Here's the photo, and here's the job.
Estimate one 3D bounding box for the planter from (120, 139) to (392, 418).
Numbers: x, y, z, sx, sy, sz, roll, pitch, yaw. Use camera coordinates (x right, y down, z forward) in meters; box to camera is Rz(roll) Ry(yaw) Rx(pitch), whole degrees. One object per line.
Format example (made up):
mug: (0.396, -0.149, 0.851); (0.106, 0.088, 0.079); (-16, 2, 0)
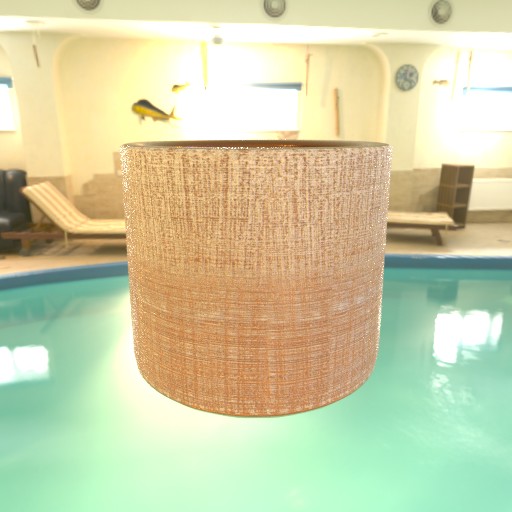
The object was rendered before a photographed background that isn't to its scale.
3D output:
planter: (0.000, 0.000, 0.193); (0.109, 0.096, 0.109); (0, 16, 0)
